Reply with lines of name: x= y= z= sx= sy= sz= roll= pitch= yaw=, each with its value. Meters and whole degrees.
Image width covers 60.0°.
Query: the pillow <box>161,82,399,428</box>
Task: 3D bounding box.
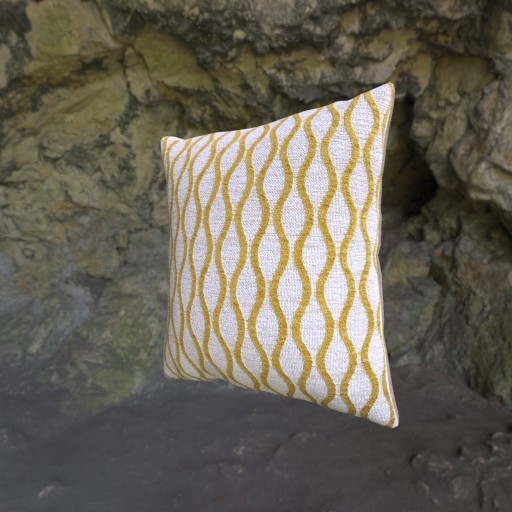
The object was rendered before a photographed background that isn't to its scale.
pillow: x=0.000 y=0.000 z=0.674 sx=0.429 sy=0.436 sz=0.159 roll=0 pitch=0 yaw=35
